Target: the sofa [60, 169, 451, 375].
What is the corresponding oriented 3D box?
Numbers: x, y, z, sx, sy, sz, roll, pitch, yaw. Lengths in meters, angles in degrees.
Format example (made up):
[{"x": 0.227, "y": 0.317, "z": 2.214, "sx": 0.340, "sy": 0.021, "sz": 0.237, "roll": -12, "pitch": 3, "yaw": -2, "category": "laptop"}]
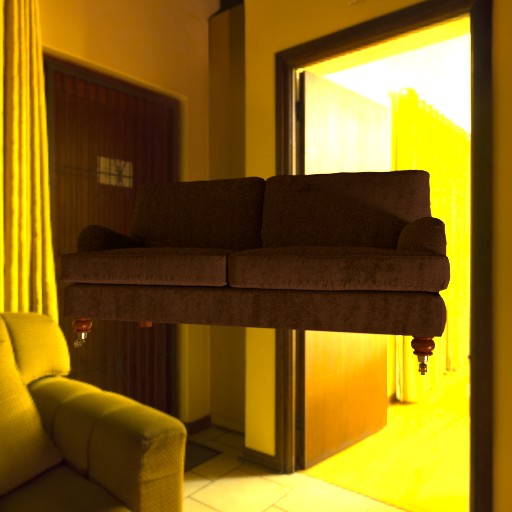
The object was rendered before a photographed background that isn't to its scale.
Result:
[{"x": 0.000, "y": 0.000, "z": 2.776, "sx": 2.165, "sy": 1.087, "sz": 1.086, "roll": 0, "pitch": 0, "yaw": 18, "category": "sofa"}]
